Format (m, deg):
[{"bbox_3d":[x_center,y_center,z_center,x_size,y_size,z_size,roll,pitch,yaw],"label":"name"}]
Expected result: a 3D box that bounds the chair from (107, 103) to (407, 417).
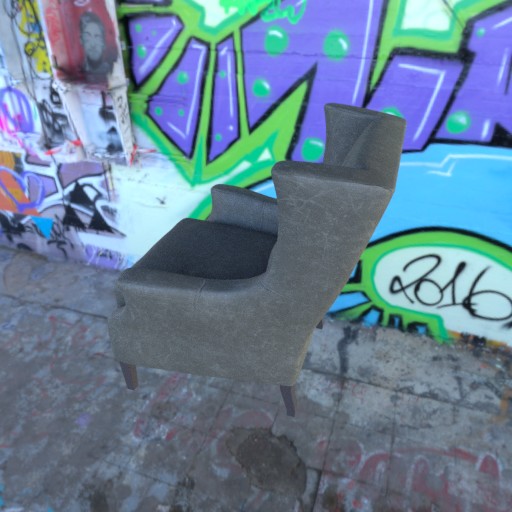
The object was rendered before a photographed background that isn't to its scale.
[{"bbox_3d":[0.000,0.000,1.703,0.926,1.016,0.853,10,33,16],"label":"chair"}]
